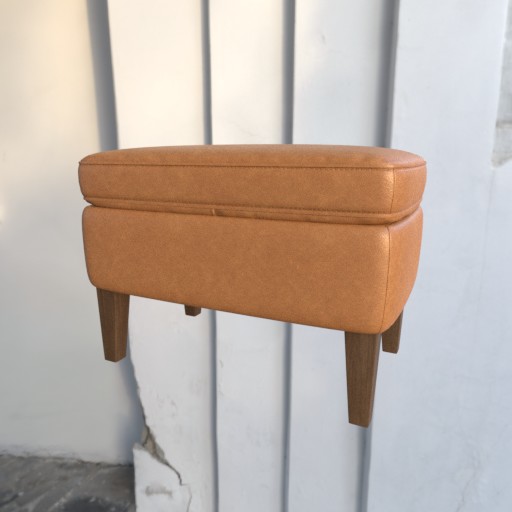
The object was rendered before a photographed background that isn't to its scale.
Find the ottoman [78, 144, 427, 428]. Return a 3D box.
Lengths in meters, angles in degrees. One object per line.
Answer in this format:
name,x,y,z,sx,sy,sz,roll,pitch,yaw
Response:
ottoman,0.000,0.000,0.985,0.670,0.480,0.420,6,14,25
